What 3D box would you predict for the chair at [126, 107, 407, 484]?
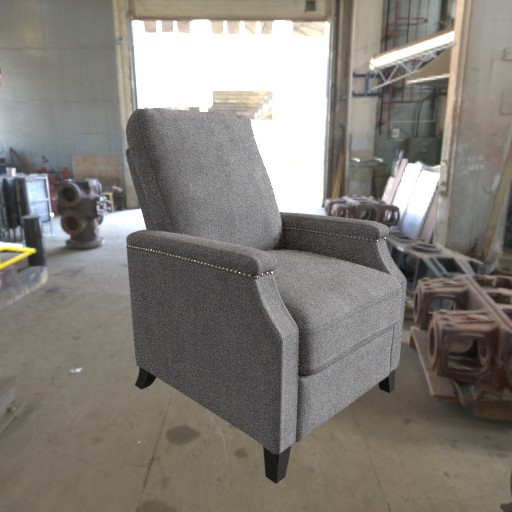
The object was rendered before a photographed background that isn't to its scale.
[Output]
[{"bbox_3d":[0.000,0.000,1.630,0.922,1.049,0.710,14,20,43],"label":"chair"}]
